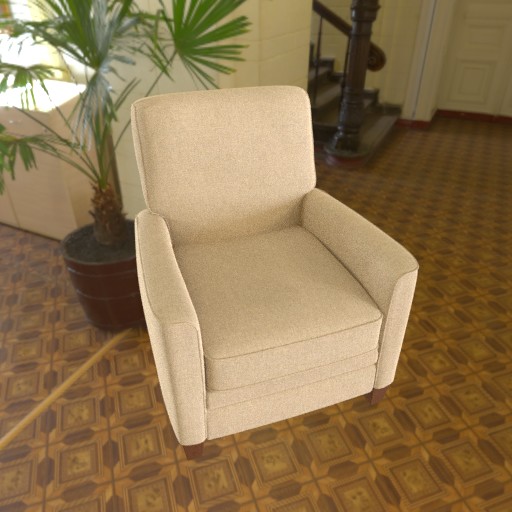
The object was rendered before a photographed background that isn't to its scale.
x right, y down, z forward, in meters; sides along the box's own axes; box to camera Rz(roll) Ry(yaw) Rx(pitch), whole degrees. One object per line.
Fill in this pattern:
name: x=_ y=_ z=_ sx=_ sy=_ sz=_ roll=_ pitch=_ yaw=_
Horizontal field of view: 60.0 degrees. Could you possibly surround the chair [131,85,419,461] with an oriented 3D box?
chair: x=0.000 y=0.000 z=1.616 sx=0.845 sy=1.023 sz=0.859 roll=-11 pitch=34 yaw=-16
